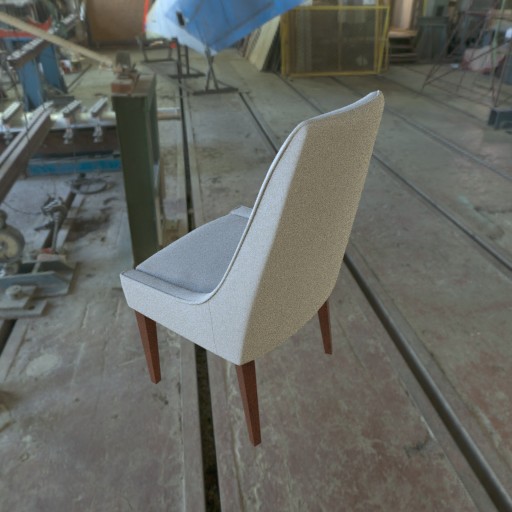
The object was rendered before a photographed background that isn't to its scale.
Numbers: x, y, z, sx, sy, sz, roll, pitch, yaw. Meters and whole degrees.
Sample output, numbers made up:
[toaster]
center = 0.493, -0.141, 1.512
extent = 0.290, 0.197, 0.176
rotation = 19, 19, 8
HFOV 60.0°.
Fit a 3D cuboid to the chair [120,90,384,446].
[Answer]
[chair]
center = 0.000, 0.000, 1.206
extent = 0.544, 0.861, 0.529
rotation = 20, 37, 30
